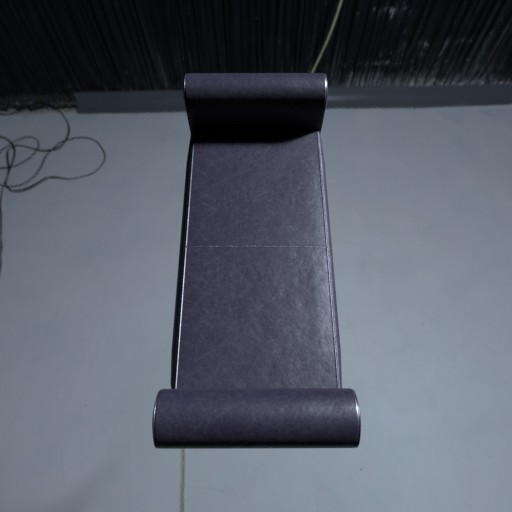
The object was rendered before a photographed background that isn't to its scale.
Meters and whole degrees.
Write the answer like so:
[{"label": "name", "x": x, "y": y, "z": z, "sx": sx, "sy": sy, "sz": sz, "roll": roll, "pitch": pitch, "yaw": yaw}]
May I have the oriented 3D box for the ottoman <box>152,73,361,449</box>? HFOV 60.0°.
[{"label": "ottoman", "x": 0.000, "y": 0.000, "z": 1.556, "sx": 0.521, "sy": 0.547, "sz": 1.256, "roll": 0, "pitch": 64, "yaw": 0}]
